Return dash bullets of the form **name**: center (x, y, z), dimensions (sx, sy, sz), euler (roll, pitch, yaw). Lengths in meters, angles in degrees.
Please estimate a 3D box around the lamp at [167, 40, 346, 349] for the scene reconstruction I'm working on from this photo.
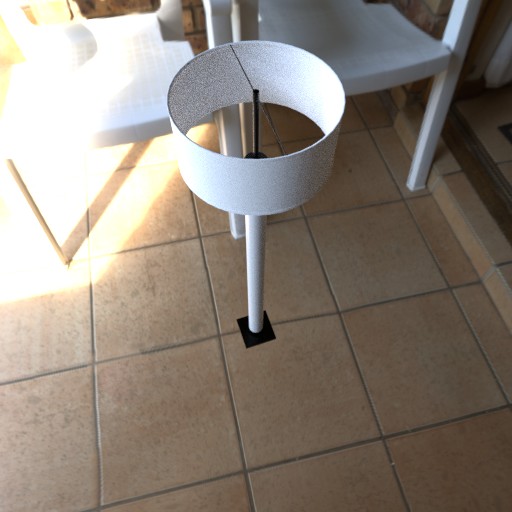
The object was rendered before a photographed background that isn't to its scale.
- **lamp**: center (0.000, 0.000, 1.659), dimensions (0.420, 1.475, 0.420), euler (-16, 60, -10)
